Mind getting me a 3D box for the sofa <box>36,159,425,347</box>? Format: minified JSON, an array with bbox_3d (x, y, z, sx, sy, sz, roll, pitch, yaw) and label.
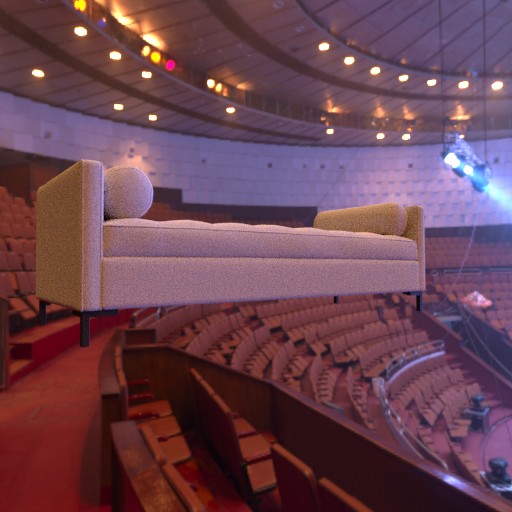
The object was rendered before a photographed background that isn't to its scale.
[{"bbox_3d":[0.000,0.000,2.326,1.985,0.641,0.746,1,-2,-37],"label":"sofa"}]
